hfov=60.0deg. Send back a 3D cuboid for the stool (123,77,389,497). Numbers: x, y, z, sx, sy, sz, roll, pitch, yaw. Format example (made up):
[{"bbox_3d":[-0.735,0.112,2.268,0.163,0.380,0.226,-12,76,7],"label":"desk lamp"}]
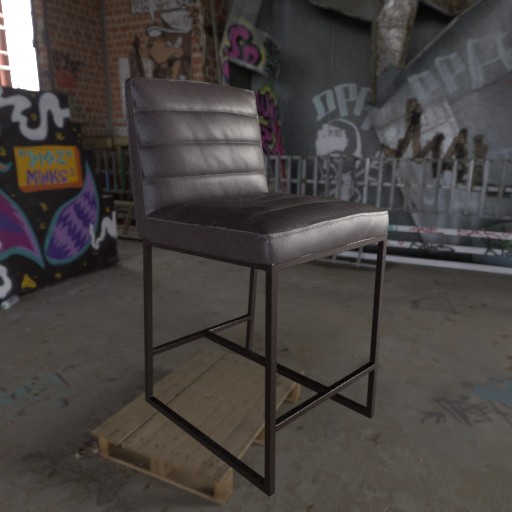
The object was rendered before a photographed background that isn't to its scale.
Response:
[{"bbox_3d":[0.000,0.000,1.217,0.463,0.946,0.562,-13,20,-42],"label":"stool"}]
